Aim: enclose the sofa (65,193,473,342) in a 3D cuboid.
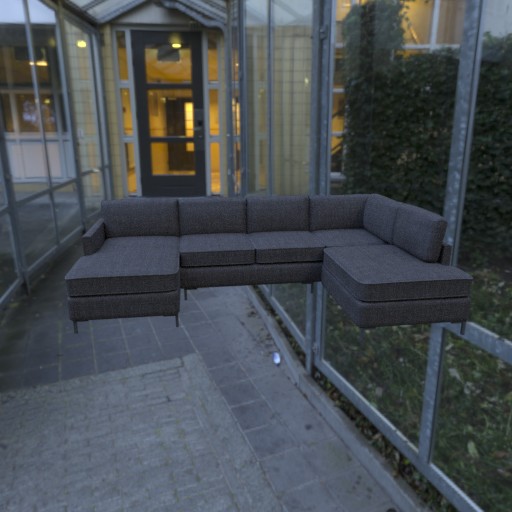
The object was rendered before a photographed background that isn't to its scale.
[{"bbox_3d":[0.000,0.000,4.441,3.423,0.999,2.048,-2,17,-8],"label":"sofa"}]
